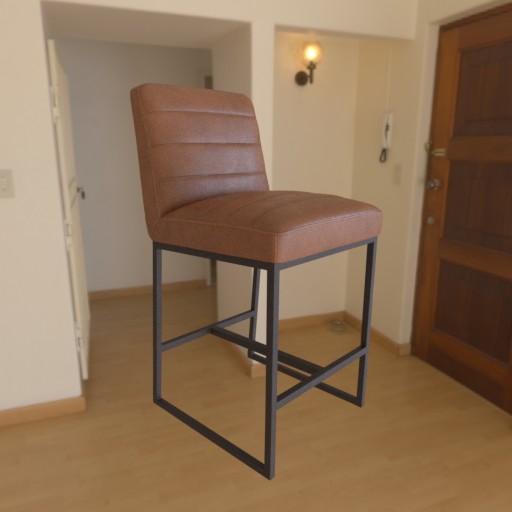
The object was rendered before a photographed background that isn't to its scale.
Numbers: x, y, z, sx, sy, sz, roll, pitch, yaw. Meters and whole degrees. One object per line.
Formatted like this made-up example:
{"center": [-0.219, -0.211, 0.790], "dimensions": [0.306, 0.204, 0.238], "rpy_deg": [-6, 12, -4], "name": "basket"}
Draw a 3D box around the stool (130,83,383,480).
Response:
{"center": [0.000, 0.000, 1.266], "dimensions": [0.556, 0.940, 0.458], "rpy_deg": [13, 19, 42], "name": "stool"}
